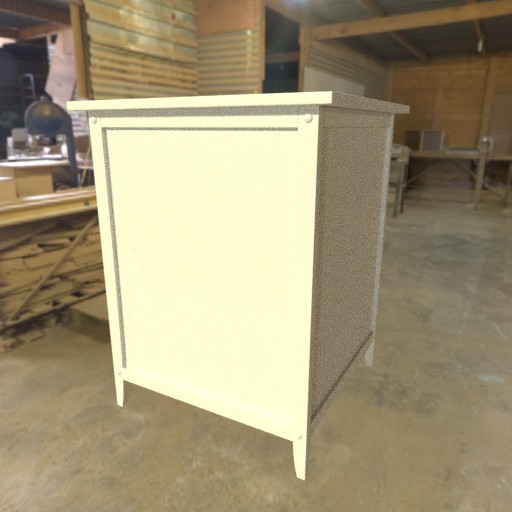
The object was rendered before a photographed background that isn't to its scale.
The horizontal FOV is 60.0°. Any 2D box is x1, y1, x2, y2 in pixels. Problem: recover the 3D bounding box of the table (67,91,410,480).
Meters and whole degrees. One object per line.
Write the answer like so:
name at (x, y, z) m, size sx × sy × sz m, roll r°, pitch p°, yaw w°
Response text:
table at (0.000, 0.000, 0.743) m, size 0.381 × 0.483 × 0.381 m, roll 9°, pitch 19°, yaw 28°
